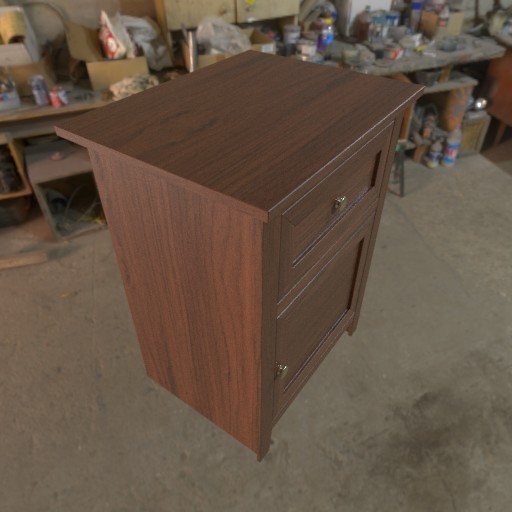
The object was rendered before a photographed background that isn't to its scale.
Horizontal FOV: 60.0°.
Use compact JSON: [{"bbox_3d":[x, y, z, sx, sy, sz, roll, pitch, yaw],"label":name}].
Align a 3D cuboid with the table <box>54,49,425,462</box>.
[{"bbox_3d":[0.000,0.000,0.913,0.381,0.636,0.480,25,46,27],"label":"table"}]
